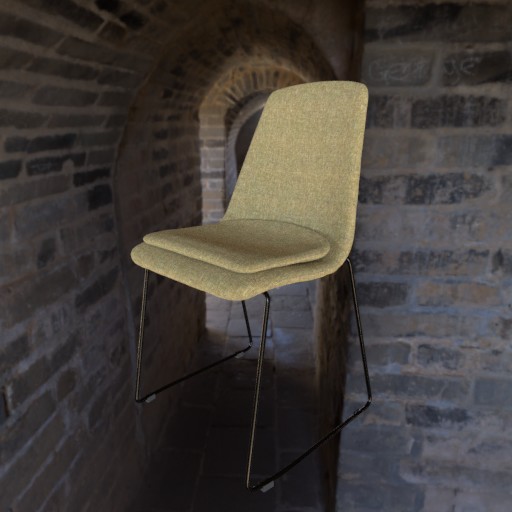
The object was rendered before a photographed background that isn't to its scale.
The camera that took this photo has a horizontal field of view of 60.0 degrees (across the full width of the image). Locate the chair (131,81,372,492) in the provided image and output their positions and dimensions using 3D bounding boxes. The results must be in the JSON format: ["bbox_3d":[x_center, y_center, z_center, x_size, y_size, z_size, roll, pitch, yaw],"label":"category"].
[{"bbox_3d":[0.000,0.000,1.110,0.479,0.849,0.496,15,22,43],"label":"chair"}]
